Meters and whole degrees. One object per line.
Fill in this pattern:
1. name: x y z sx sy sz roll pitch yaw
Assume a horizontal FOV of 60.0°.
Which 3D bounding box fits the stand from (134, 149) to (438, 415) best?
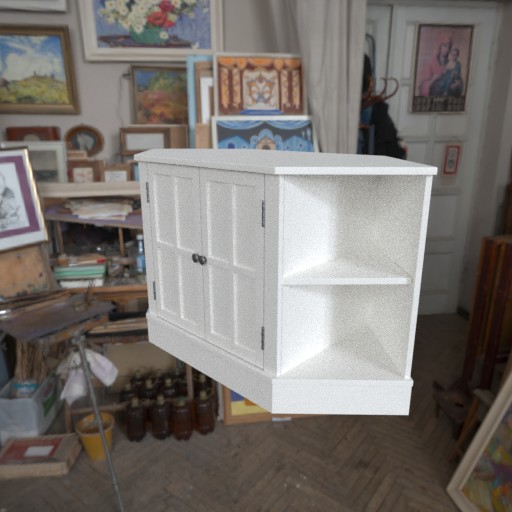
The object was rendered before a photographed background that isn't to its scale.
1. stand: 0.000 0.000 1.382 1.072 0.614 0.477 15 22 42
